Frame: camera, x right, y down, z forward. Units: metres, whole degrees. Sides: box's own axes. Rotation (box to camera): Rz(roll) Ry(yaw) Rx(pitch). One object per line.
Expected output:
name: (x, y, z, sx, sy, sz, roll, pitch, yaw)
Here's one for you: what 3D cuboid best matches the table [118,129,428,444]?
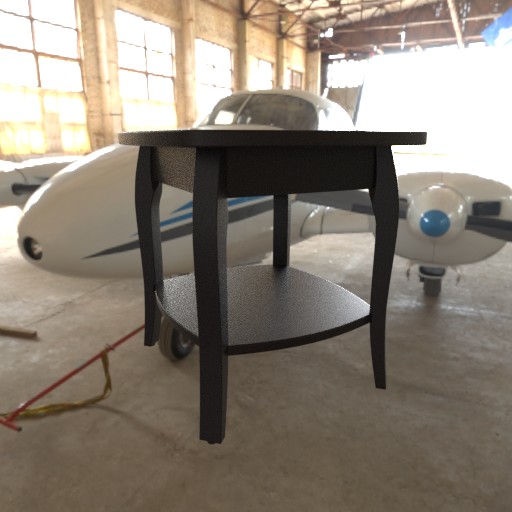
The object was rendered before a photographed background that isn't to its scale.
table: (0.000, 0.000, 0.849, 0.457, 0.457, 0.508, -8, 17, -26)
